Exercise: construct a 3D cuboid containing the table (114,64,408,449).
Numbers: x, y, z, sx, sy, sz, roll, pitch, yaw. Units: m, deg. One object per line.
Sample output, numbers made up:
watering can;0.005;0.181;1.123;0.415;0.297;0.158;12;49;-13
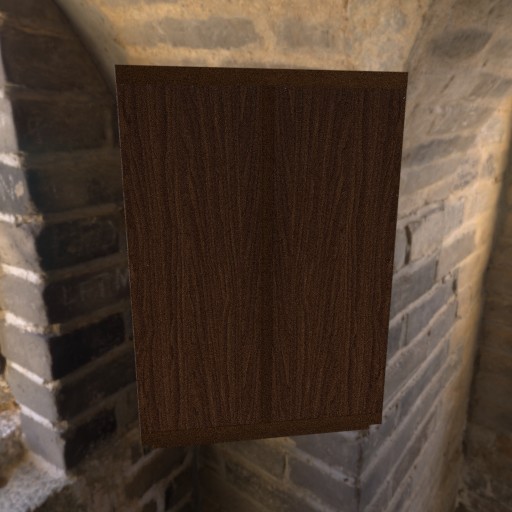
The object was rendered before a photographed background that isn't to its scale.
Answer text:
table;0.000;0.000;1.745;0.901;1.294;0.524;-2;14;-8
